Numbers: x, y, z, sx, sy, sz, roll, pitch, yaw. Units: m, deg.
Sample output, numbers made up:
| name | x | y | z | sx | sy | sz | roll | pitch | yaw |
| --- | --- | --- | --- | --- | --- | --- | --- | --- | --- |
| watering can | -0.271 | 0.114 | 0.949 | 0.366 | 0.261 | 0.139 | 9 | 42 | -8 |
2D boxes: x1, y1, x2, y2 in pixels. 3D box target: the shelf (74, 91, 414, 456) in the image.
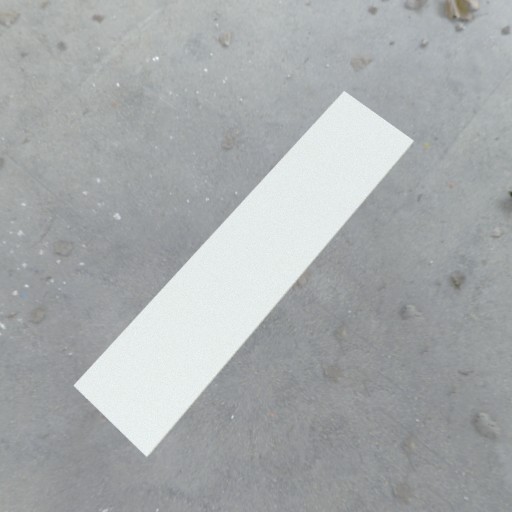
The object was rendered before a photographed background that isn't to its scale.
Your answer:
| name | x | y | z | sx | sy | sz | roll | pitch | yaw |
| --- | --- | --- | --- | --- | --- | --- | --- | --- | --- |
| shelf | 0.000 | 0.000 | 0.666 | 0.140 | 0.020 | 0.610 | 40 | 79 | 9 |
